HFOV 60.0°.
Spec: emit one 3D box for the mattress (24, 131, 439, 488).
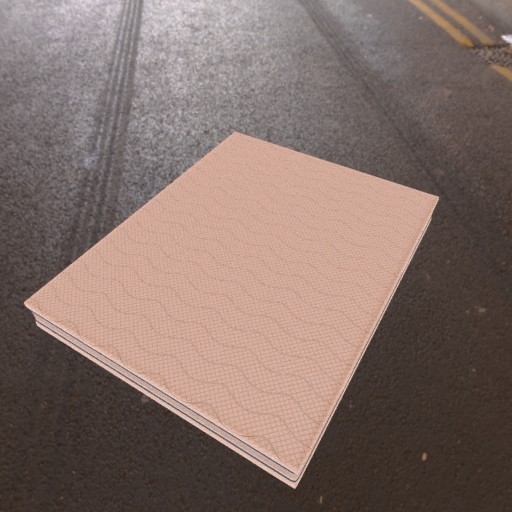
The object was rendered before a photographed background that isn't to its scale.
[{"bbox_3d":[0.000,0.000,2.668,1.600,0.230,2.000,23,50,21],"label":"mattress"}]
